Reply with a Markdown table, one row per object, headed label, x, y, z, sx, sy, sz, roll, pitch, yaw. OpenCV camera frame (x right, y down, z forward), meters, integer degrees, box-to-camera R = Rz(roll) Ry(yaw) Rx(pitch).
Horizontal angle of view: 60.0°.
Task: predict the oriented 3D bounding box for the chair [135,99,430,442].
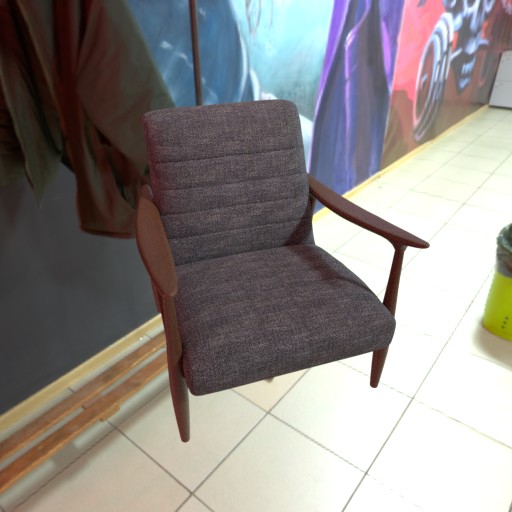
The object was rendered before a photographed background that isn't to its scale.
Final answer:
| label | x | y | z | sx | sy | sz | roll | pitch | yaw |
| --- | --- | --- | --- | --- | --- | --- | --- | --- | --- |
| chair | 0.000 | 0.000 | 1.463 | 0.741 | 0.832 | 0.798 | -10 | 32 | -16 |
